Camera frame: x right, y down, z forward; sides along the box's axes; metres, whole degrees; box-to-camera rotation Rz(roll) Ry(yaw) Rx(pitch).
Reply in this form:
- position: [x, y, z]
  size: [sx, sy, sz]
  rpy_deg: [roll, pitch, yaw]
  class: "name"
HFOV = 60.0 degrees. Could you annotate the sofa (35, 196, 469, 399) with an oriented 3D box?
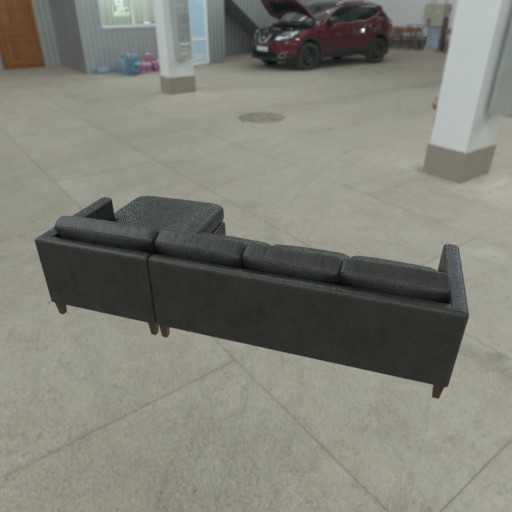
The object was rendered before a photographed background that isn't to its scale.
- position: [0.000, 0.000, 3.877]
  size: [3.203, 0.883, 1.581]
  rpy_deg: [9, 31, 15]
  class: "sofa"
